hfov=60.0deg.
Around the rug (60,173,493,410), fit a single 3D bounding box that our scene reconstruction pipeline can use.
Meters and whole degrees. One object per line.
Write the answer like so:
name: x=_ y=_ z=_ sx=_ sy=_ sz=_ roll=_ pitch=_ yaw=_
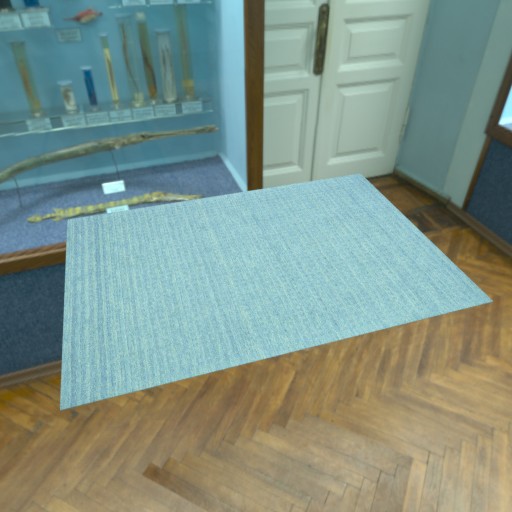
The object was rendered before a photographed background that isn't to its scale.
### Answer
rug: x=0.000 y=0.000 z=3.539 sx=2.895 sy=0.006 sz=1.982 roll=-11 pitch=40 yaw=-13
